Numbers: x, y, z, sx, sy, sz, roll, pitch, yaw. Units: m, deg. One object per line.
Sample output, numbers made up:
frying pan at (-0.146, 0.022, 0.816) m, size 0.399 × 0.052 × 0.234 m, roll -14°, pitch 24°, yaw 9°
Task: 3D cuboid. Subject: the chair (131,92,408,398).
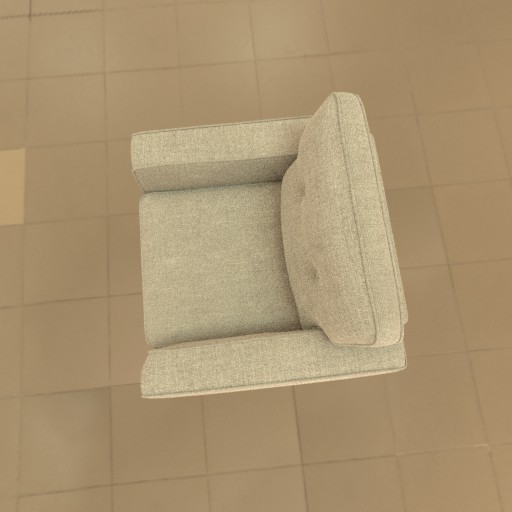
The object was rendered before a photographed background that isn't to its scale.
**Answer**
chair at (0.000, 0.000, 1.771) m, size 0.939 × 0.965 × 1.015 m, roll -6°, pitch 76°, yaw -2°
